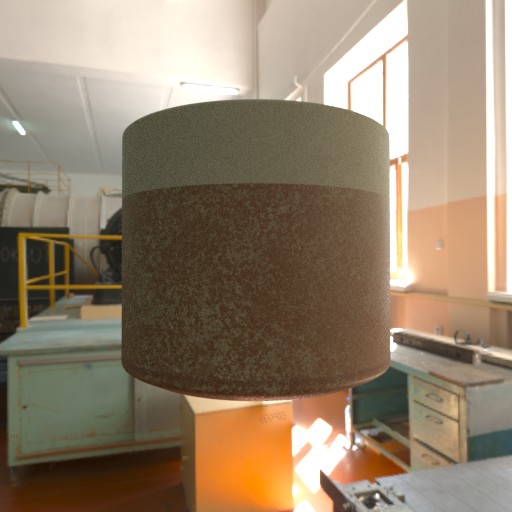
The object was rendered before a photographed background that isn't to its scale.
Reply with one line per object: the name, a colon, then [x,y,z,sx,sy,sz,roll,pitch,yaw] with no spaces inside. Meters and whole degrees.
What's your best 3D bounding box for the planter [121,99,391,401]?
planter: [0.000,0.000,0.274,0.159,0.138,0.159,0,-1,0]
